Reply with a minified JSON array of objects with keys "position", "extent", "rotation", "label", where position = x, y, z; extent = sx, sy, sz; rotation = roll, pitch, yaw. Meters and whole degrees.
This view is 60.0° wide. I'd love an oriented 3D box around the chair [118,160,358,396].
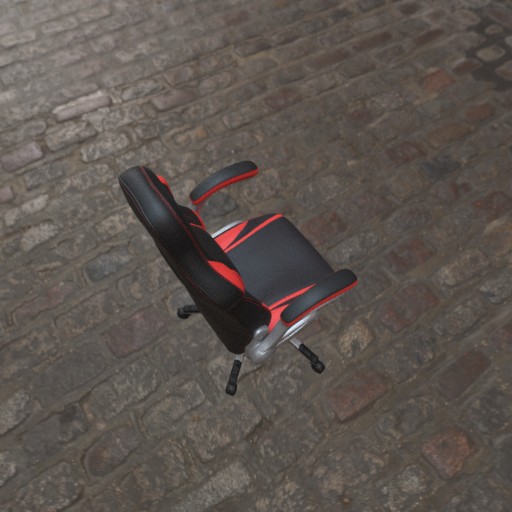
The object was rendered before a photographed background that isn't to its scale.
[{"position":[0.000,0.000,1.615],"extent":[0.712,1.165,0.758],"rotation":[-30,63,-17],"label":"chair"}]
